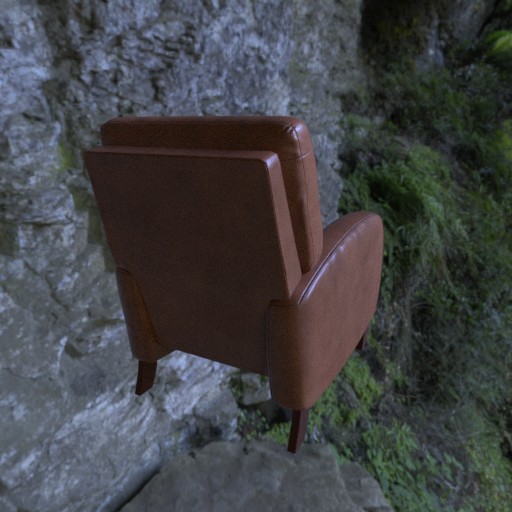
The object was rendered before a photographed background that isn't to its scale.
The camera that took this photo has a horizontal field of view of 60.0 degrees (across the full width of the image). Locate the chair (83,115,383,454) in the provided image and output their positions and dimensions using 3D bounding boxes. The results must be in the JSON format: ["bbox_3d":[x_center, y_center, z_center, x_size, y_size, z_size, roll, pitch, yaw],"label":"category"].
[{"bbox_3d":[0.000,0.000,1.655,0.762,0.990,0.990,9,19,27],"label":"chair"}]
